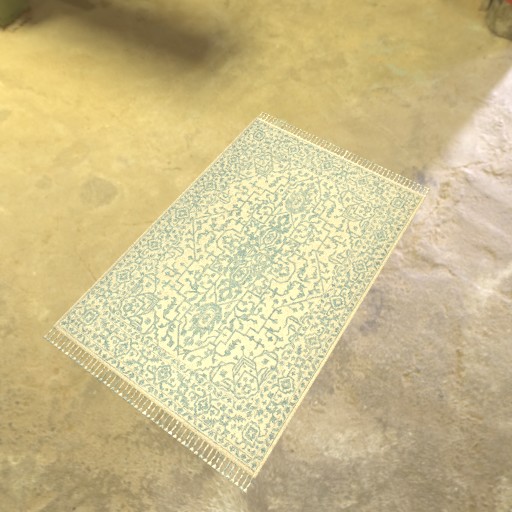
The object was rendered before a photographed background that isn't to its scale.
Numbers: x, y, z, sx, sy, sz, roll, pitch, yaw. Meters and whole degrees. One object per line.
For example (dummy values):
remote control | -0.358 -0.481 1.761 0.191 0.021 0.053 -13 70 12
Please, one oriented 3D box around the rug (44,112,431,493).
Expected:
rug | 0.000 0.000 3.034 1.524 0.010 2.438 30 63 17
